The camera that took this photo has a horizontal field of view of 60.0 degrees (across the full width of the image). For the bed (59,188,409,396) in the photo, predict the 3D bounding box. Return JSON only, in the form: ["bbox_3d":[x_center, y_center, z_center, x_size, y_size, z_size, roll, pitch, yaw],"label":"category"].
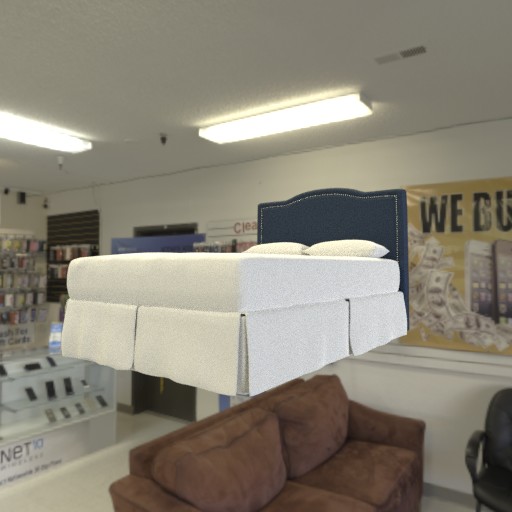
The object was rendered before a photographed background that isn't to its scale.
[{"bbox_3d":[0.000,0.000,3.621,1.741,1.441,2.507,-1,-2,37],"label":"bed"}]
